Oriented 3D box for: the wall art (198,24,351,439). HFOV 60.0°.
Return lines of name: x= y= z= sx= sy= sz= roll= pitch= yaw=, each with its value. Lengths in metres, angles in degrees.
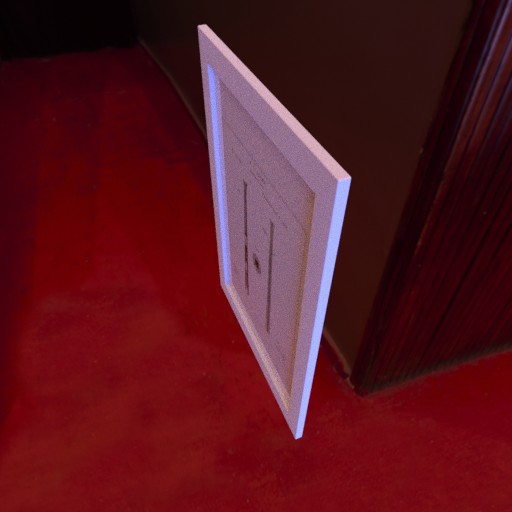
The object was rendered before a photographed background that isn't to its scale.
wall art: x=0.000 y=0.000 z=0.599 sx=0.011 sy=0.482 sz=0.329 roll=-17 pitch=49 yaw=-16
